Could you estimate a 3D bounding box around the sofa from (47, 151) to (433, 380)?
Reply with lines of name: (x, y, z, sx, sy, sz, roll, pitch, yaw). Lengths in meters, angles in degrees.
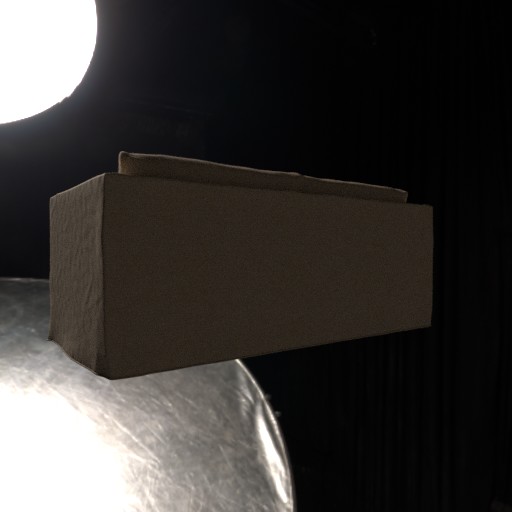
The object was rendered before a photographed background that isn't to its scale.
sofa: (0.000, 0.000, 2.458, 1.987, 0.847, 0.956, 0, 1, -36)
